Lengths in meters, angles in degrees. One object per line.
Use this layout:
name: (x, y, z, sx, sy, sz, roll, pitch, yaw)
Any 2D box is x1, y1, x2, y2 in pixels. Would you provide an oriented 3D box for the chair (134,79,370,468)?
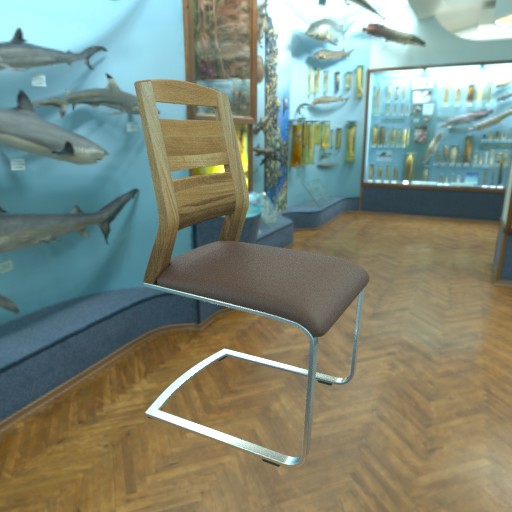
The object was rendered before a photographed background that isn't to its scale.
chair: (0.000, 0.000, 1.280, 0.570, 0.970, 0.460, 8, 18, 26)
